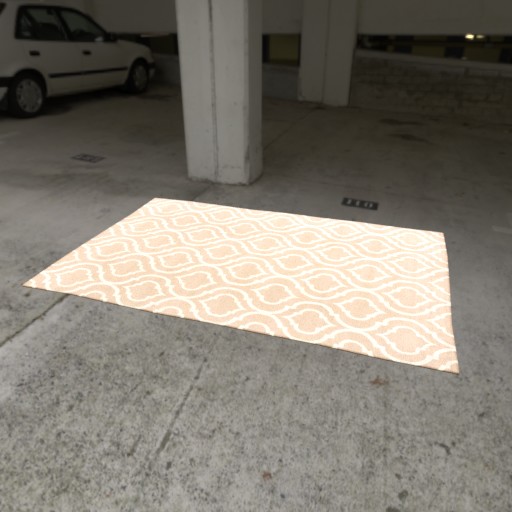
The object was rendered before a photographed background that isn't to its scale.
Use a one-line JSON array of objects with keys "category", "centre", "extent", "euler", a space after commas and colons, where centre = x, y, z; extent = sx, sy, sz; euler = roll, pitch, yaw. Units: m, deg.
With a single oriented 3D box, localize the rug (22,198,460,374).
[{"category": "rug", "centre": [0.000, 0.000, 2.144], "extent": [1.761, 0.013, 1.152], "euler": [9, 29, 16]}]
